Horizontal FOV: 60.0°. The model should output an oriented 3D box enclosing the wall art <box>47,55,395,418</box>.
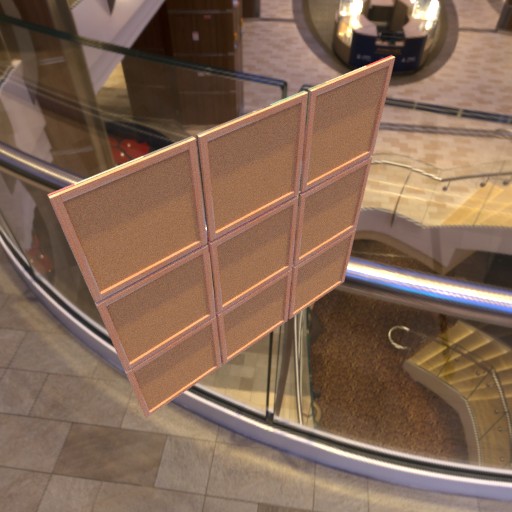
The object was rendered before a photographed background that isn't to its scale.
[{"bbox_3d":[0.000,0.000,1.288,0.911,0.910,0.012,-30,54,-25],"label":"wall art"}]
